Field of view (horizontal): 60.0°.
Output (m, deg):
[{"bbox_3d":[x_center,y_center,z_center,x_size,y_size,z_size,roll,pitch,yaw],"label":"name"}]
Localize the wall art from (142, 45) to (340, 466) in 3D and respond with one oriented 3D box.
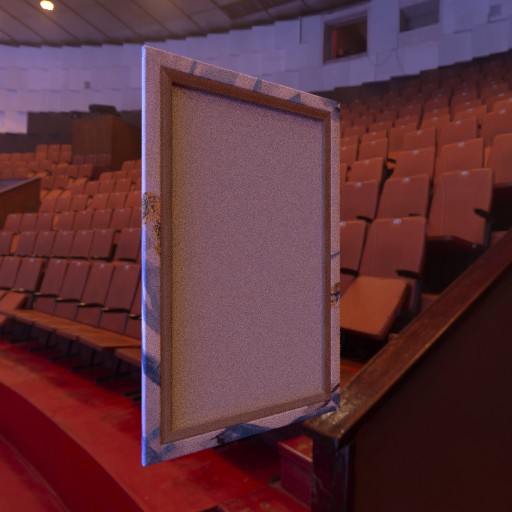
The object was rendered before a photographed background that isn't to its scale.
[{"bbox_3d":[0.000,0.000,1.143,0.610,0.914,0.016,0,0,-36],"label":"wall art"}]
